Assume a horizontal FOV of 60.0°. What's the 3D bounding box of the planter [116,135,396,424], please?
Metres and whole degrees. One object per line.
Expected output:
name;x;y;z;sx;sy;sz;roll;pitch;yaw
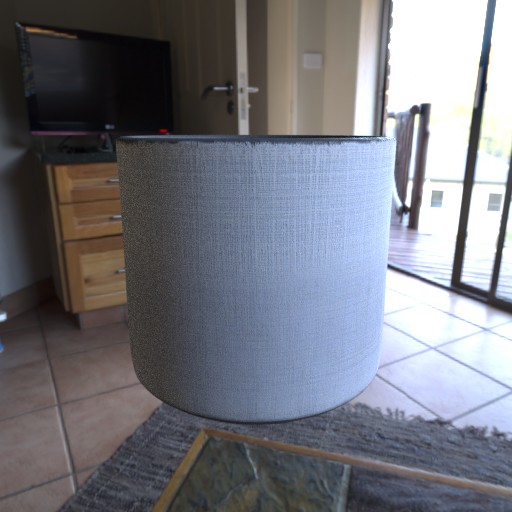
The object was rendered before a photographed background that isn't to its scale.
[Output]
planter;0.000;0.000;0.384;0.221;0.201;0.221;0;16;0
